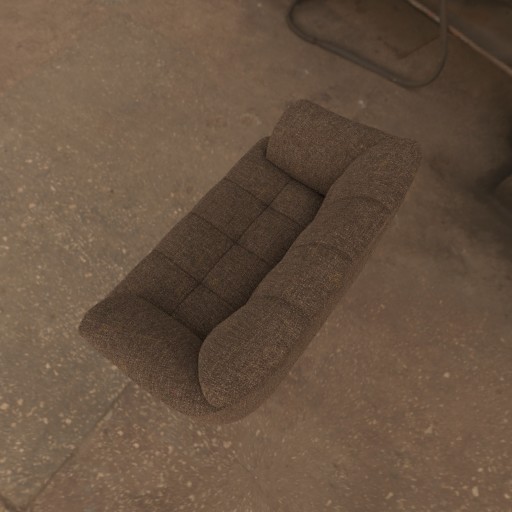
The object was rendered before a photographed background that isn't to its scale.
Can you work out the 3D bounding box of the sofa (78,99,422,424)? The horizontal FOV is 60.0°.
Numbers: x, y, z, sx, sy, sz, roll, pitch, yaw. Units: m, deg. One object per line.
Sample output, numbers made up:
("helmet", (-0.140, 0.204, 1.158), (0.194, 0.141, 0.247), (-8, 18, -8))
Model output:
("sofa", (0.000, 0.000, 1.914), (0.799, 0.895, 1.404), (34, 68, 16))
